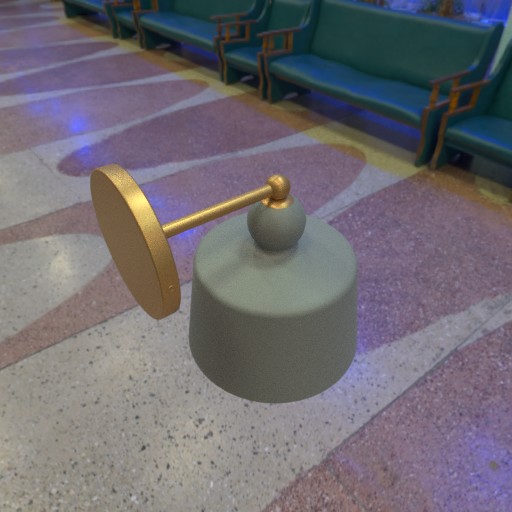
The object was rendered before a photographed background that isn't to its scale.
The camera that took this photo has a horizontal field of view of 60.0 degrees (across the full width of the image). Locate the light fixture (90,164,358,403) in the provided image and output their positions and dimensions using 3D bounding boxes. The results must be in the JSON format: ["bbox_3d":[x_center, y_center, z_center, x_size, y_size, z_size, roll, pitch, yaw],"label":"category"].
[{"bbox_3d":[0.000,0.000,0.448,0.254,0.268,0.204,-25,46,-27],"label":"light fixture"}]
